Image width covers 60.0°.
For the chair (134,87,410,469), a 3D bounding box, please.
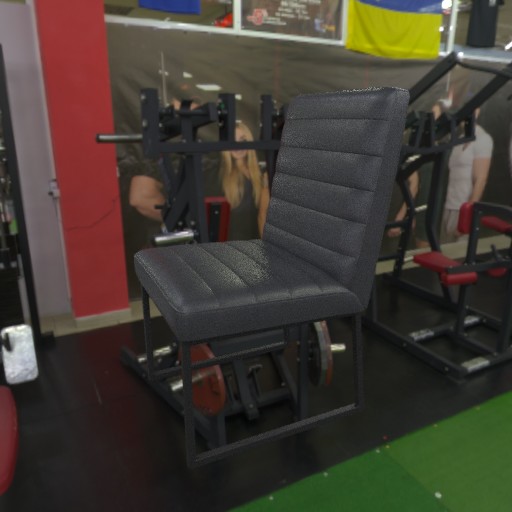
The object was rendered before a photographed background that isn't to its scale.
[{"bbox_3d":[0.000,0.000,1.312,0.634,0.930,0.520,-8,19,-24],"label":"chair"}]
